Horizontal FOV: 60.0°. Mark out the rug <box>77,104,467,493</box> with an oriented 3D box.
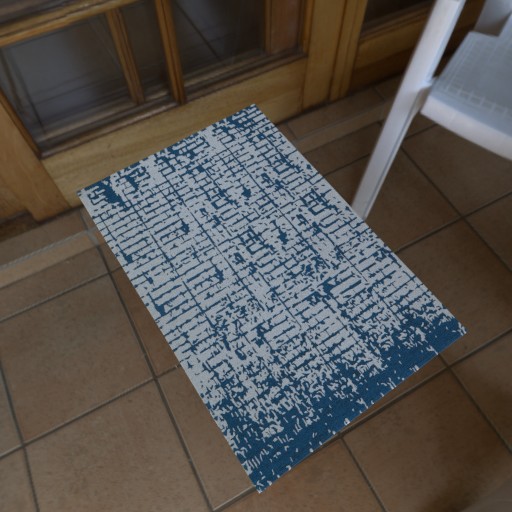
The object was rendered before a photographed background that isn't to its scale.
[{"bbox_3d":[0.000,0.000,2.325,1.220,0.007,1.828,-31,67,-15],"label":"rug"}]
